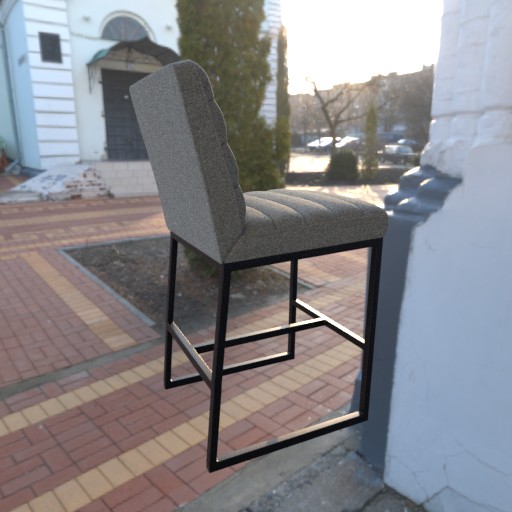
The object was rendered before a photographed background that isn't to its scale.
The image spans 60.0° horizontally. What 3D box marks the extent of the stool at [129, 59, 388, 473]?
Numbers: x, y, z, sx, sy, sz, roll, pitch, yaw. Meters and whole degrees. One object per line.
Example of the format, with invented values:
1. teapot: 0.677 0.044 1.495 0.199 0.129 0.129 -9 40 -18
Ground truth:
1. stool: 0.000 0.000 1.249 0.560 0.940 0.460 -7 16 -25
